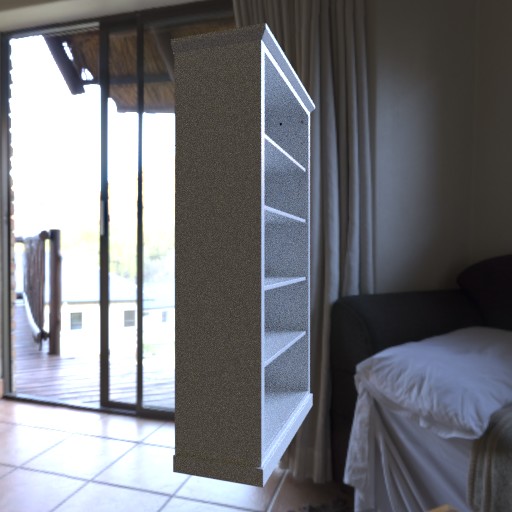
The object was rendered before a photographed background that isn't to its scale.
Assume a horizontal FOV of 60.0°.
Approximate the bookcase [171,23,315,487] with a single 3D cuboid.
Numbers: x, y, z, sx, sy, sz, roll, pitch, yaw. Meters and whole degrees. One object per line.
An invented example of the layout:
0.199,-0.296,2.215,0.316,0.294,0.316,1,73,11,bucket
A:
0.000,0.000,2.352,0.432,1.880,1.050,0,0,18,bookcase
